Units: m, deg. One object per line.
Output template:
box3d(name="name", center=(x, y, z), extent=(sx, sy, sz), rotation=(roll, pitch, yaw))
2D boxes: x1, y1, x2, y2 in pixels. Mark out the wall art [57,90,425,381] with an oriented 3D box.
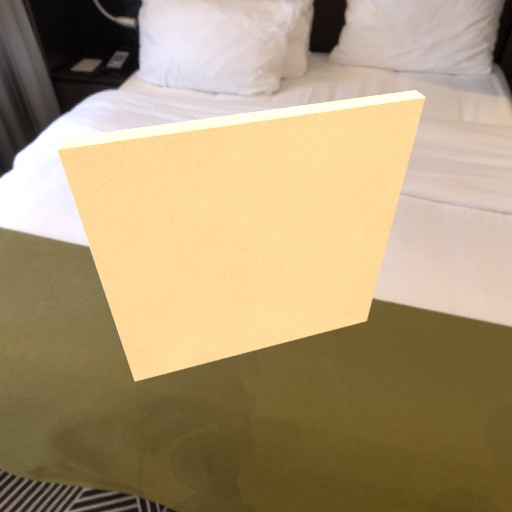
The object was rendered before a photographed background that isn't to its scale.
box3d(name="wall art", center=(0.000, 0.000, 1.150), extent=(0.762, 0.762, 0.040), rotation=(-12, 44, -13))
